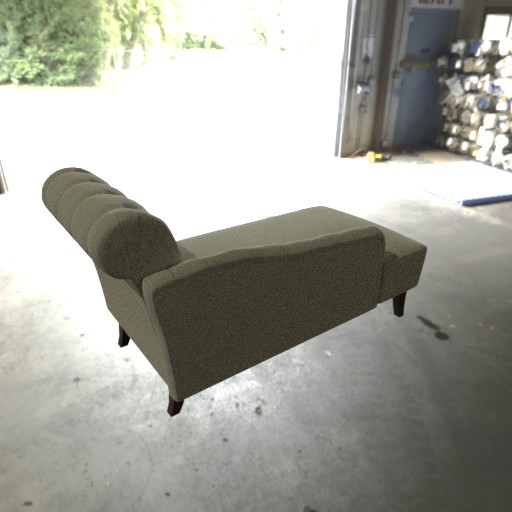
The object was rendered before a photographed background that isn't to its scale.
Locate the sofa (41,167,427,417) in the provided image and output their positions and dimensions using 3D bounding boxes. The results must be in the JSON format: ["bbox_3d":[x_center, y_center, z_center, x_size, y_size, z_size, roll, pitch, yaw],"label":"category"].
[{"bbox_3d":[0.000,0.000,1.788,1.379,0.787,0.675,-18,31,-32],"label":"sofa"}]
